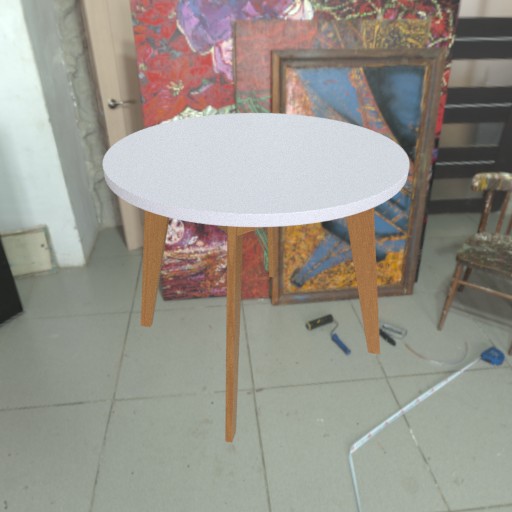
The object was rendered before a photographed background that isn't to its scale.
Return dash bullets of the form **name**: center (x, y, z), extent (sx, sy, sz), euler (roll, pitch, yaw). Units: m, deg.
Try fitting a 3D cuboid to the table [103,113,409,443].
- **table**: center (0.000, 0.000, 1.547), extent (0.896, 0.762, 0.896), euler (0, 31, 0)
